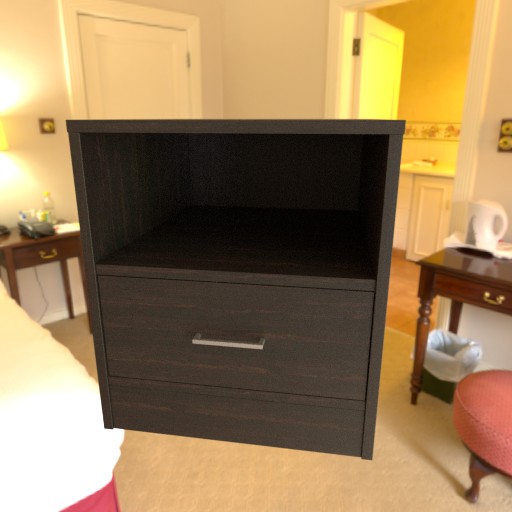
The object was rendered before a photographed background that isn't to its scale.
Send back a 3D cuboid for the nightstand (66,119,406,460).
[{"bbox_3d":[0.000,0.000,0.780,0.400,0.460,0.461,3,18,9],"label":"nightstand"}]
